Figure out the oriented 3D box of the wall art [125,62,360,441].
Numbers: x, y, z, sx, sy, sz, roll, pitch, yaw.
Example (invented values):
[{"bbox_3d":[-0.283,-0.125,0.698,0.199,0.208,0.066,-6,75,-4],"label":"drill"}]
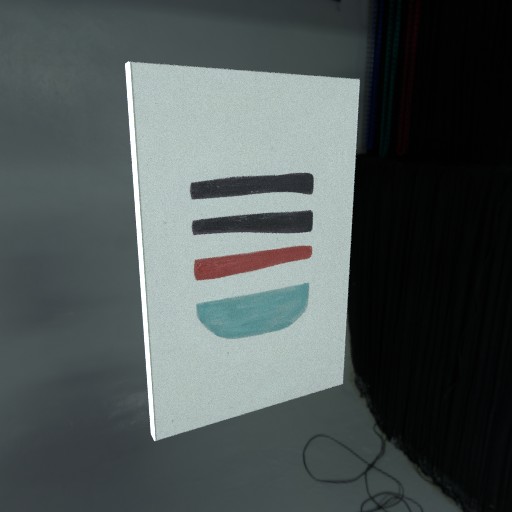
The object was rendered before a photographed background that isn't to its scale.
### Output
[{"bbox_3d":[0.000,0.000,1.180,0.607,0.912,0.038,-7,17,-26],"label":"wall art"}]
